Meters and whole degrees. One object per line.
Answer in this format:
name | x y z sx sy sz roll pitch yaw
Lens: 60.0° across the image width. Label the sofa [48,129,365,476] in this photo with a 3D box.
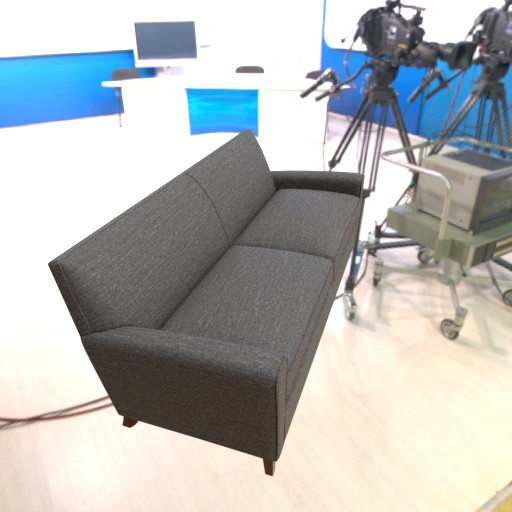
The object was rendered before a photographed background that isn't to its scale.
sofa | 0.000 0.000 2.400 0.875 0.846 1.976 10 32 17
